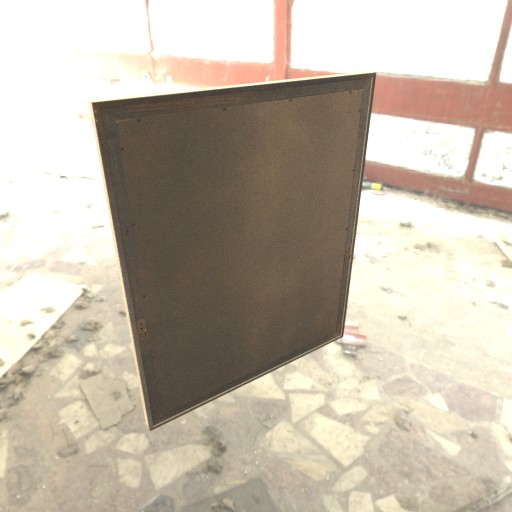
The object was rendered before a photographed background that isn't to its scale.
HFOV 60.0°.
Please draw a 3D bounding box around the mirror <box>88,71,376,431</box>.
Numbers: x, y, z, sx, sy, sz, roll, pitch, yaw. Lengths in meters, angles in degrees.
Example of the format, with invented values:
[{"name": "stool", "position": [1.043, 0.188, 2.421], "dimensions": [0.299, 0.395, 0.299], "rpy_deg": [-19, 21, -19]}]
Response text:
[{"name": "mirror", "position": [0.000, 0.000, 1.207], "dimensions": [0.730, 0.882, 0.032], "rpy_deg": [-18, 34, -29]}]
